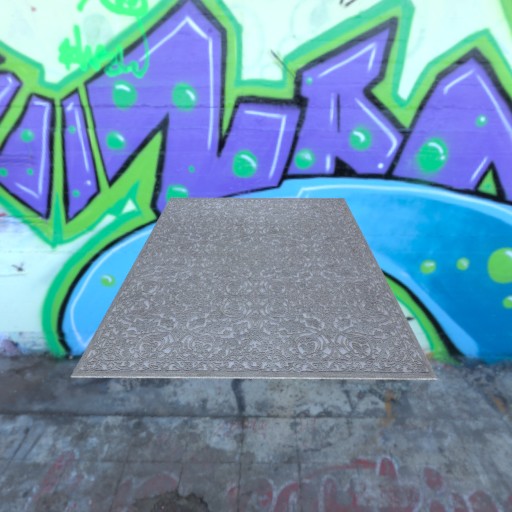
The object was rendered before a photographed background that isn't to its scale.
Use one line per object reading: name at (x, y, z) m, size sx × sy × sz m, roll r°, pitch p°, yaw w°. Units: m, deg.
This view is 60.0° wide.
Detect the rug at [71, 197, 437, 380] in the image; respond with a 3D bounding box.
rug at (0.000, 0.000, 2.294) m, size 1.221 × 0.006 × 1.827 m, roll 0°, pitch 26°, yaw 0°
